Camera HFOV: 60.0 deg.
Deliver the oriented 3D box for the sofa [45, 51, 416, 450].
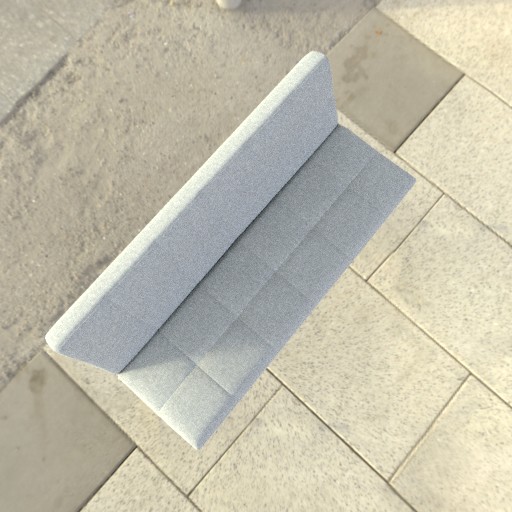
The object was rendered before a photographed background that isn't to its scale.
[{"bbox_3d":[0.000,0.000,2.269,0.800,0.800,1.820,39,80,8],"label":"sofa"}]
